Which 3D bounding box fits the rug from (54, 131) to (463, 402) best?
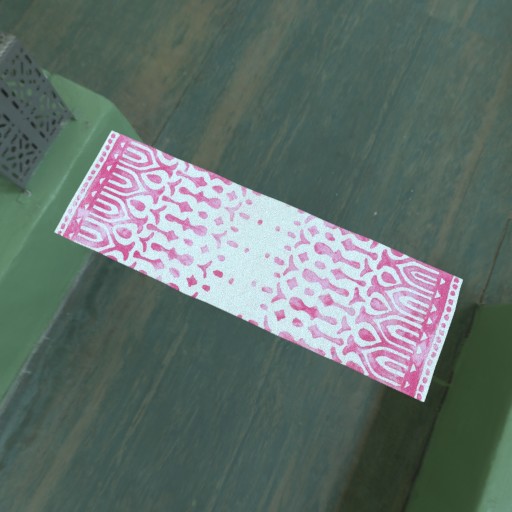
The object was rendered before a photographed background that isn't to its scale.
[{"bbox_3d":[0.000,0.000,2.739,2.458,0.011,0.787,24,77,6],"label":"rug"}]
